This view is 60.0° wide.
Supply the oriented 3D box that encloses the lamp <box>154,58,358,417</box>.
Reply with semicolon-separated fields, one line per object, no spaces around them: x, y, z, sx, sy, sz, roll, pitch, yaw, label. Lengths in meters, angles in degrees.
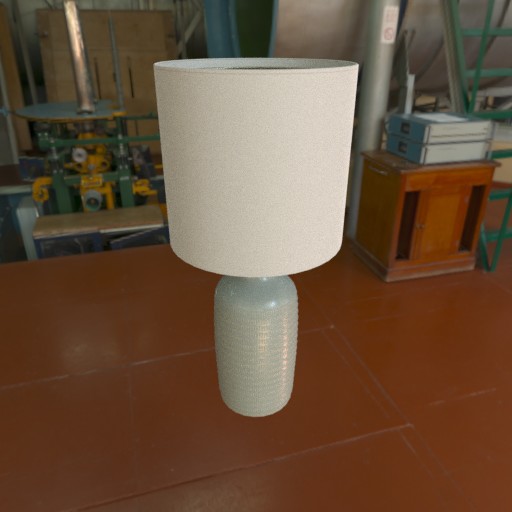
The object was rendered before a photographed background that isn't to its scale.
0.000;0.000;0.593;0.220;0.475;0.220;8;28;16;lamp
